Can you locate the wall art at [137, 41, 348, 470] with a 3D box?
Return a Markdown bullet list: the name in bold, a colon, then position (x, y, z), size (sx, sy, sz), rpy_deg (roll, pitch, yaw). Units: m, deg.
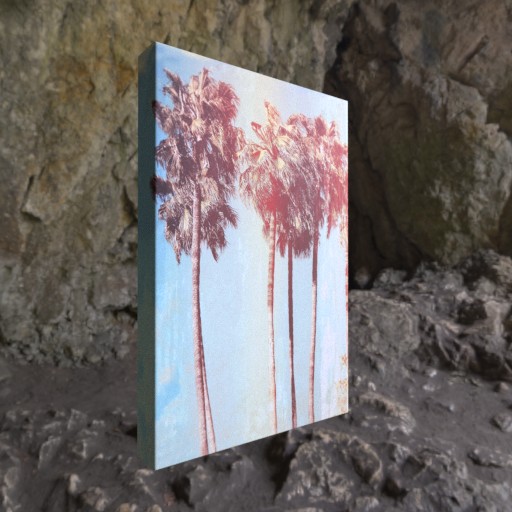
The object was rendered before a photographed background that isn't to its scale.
- **wall art**: position (0.000, 0.000, 0.479), size (0.251, 0.380, 0.039), rpy_deg (0, -1, -36)
